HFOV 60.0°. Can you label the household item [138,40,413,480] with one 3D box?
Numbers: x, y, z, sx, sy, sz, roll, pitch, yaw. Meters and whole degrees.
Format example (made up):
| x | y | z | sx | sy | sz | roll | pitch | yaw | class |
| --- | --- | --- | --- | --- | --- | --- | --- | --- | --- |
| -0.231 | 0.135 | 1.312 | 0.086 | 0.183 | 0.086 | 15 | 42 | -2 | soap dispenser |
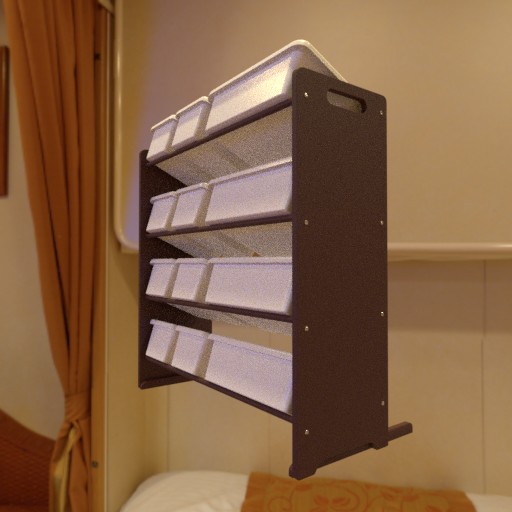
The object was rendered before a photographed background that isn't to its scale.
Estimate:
| x | y | z | sx | sy | sz | roll | pitch | yaw | class |
| --- | --- | --- | --- | --- | --- | --- | --- | --- | --- |
| 0.000 | 0.000 | 1.271 | 0.389 | 0.864 | 0.787 | 1 | -1 | -37 | household item |
